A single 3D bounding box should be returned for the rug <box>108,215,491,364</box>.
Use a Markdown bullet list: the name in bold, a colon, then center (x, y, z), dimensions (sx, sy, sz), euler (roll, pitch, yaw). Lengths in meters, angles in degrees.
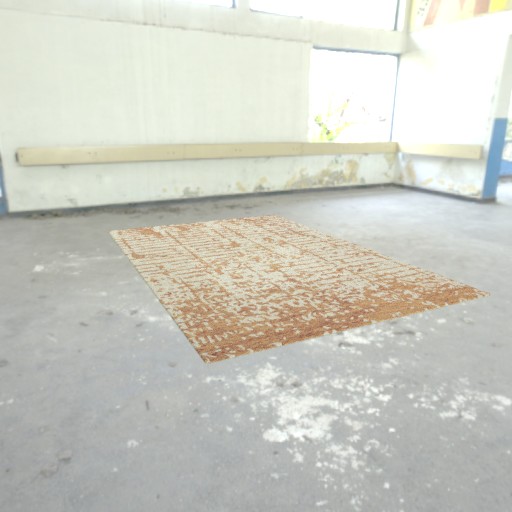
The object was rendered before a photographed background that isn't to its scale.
- **rug**: center (0.000, 0.000, 2.318), dimensions (1.219, 0.011, 1.829), euler (-8, 18, -25)
